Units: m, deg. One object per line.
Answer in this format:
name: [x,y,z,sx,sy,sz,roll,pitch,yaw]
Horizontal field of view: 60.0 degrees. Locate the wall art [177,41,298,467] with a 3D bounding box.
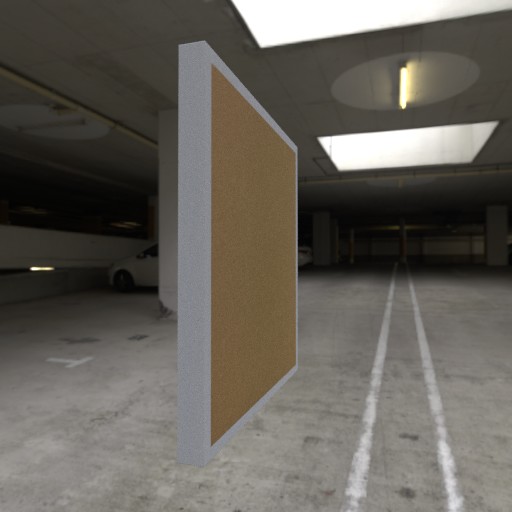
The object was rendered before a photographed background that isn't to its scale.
wall art: [0.000,0.000,0.774,0.035,0.507,0.508,0,-1,18]
